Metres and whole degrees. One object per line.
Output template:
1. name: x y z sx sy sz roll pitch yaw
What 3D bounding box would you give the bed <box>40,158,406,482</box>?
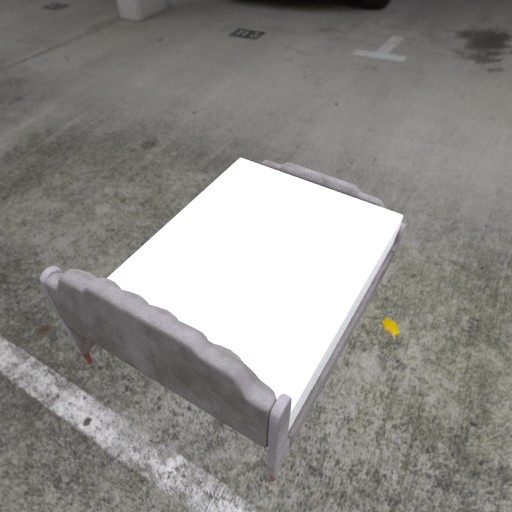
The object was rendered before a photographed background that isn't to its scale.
1. bed: 0.000 0.000 3.345 1.676 1.245 2.340 24 51 21
